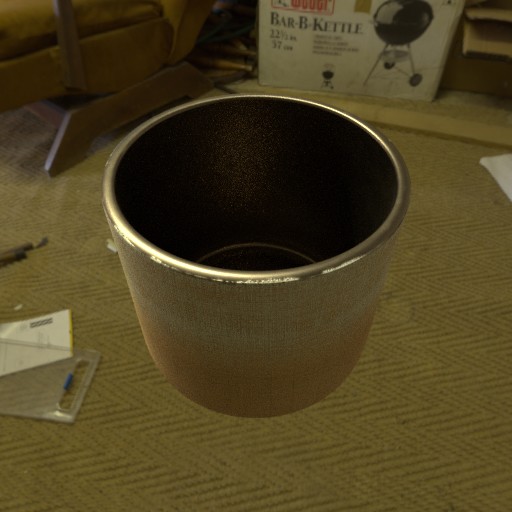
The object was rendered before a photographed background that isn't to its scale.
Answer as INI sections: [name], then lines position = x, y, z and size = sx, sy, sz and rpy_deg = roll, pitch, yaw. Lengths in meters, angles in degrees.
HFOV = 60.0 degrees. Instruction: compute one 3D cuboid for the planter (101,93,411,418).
[planter]
position = 0.000, 0.000, 0.444
size = 0.254, 0.221, 0.254
rpy_deg = 0, 47, 0
